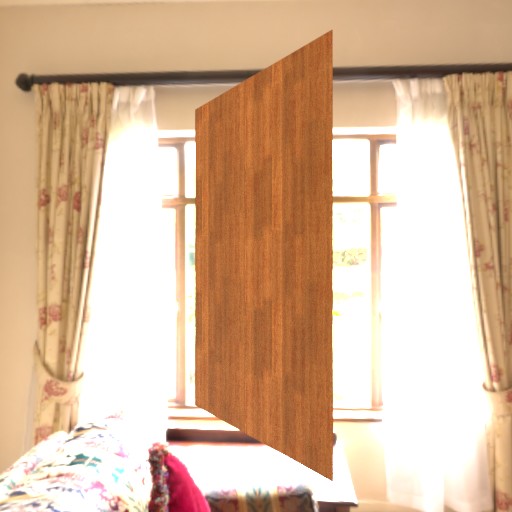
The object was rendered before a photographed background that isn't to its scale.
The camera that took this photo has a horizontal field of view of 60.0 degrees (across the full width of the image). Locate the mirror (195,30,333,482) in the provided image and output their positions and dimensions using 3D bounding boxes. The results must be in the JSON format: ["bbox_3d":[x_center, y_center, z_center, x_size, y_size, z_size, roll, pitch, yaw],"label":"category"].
[{"bbox_3d":[0.000,0.000,1.265,0.047,1.010,0.651,0,-1,-36],"label":"mirror"}]
